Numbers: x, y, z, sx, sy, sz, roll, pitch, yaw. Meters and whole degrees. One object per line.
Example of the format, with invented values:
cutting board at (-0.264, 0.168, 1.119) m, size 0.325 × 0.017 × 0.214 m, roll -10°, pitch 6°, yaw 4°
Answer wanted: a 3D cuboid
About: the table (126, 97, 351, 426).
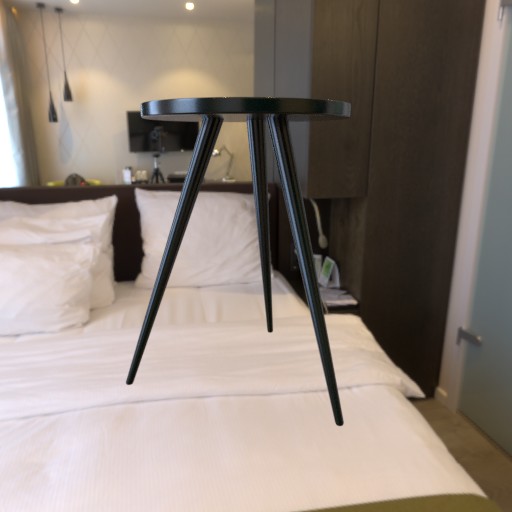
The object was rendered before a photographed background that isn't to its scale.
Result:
table at (0.000, 0.000, 0.850) m, size 0.403 × 0.548 × 0.415 m, roll -13°, pitch 20°, yaw -41°
